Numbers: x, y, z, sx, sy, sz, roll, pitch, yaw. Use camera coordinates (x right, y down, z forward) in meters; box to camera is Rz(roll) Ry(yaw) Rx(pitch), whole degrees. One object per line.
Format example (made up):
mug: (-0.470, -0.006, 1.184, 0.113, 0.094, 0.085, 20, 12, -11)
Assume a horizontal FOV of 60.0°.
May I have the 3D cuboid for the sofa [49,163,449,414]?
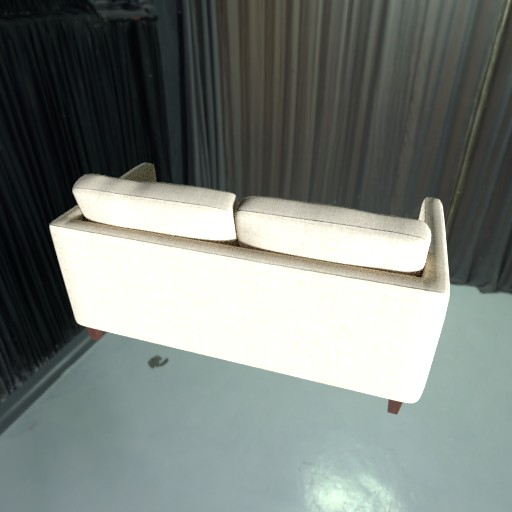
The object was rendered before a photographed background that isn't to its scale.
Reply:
sofa: (0.000, 0.000, 2.452, 1.884, 0.963, 0.950, 10, 33, 15)
